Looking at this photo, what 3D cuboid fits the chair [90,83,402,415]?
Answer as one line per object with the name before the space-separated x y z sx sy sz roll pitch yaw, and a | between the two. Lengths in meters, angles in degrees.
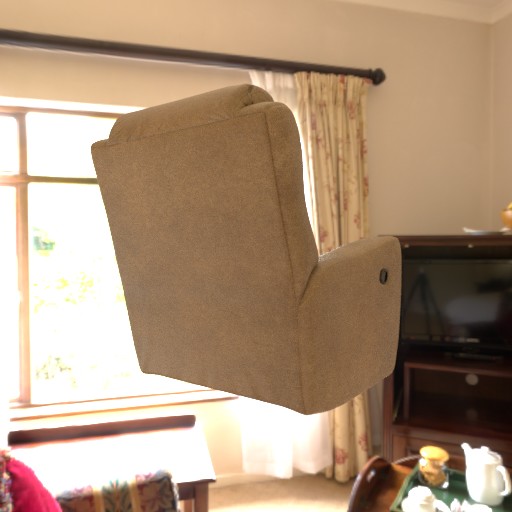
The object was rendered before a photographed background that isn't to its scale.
chair | 0.000 0.000 1.916 0.965 1.116 1.068 1 2 36
